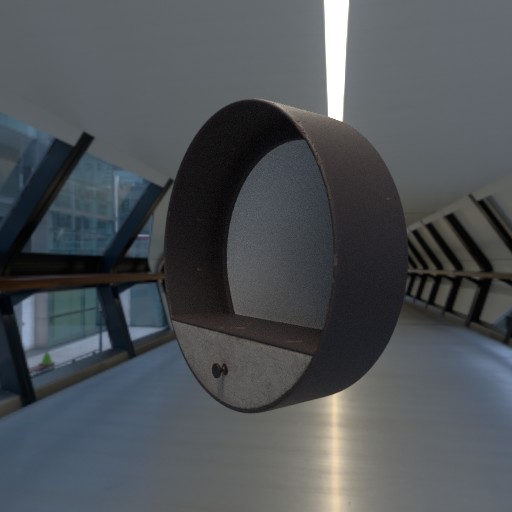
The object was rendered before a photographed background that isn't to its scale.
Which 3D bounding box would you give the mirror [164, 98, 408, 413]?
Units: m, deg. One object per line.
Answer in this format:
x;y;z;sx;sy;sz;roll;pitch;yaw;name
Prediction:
0.000;0.000;0.590;0.126;0.386;0.386;0;-1;-36;mirror
